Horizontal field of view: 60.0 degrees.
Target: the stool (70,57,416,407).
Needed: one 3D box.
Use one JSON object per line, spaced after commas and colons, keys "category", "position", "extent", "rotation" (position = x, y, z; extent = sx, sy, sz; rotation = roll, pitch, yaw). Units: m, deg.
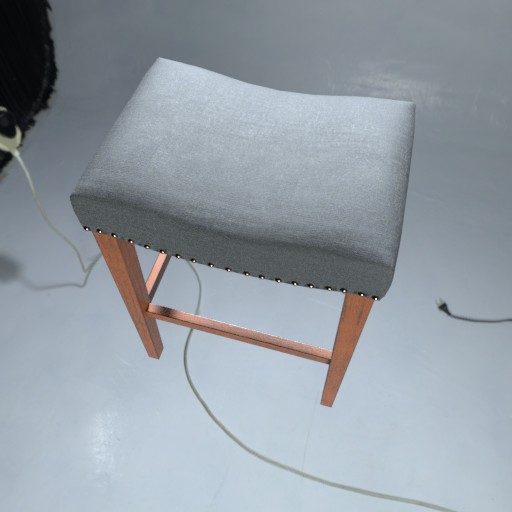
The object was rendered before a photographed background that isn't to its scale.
{"category": "stool", "position": [0.000, 0.000, 0.845], "extent": [0.439, 0.612, 0.320], "rotation": [13, 59, 8]}
